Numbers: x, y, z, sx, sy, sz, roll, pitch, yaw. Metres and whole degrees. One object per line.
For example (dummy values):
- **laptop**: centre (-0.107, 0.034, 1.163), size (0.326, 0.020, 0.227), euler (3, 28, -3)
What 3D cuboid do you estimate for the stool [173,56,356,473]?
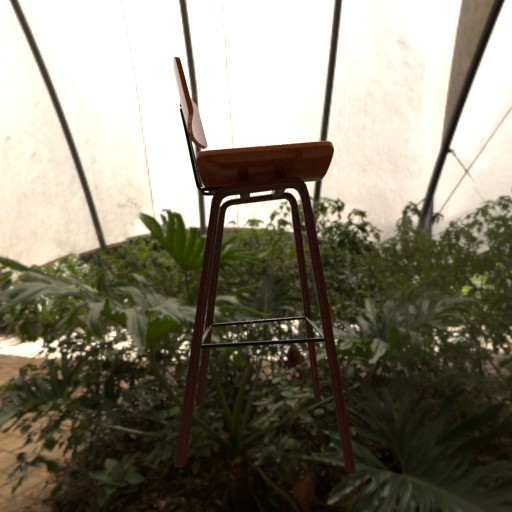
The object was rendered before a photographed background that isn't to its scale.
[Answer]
- **stool**: centre (0.000, 0.000, 1.239), size (0.440, 0.969, 0.509), euler (0, 0, -1)
